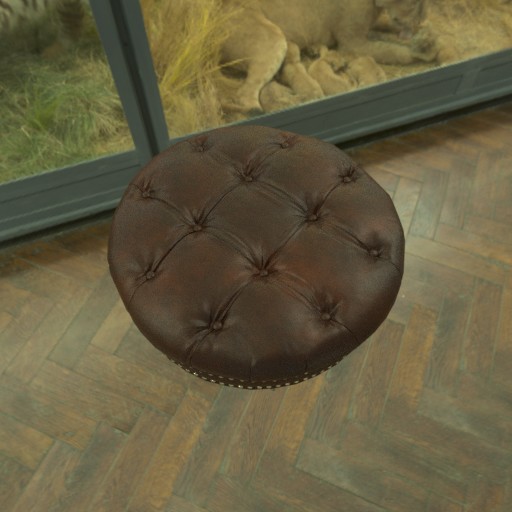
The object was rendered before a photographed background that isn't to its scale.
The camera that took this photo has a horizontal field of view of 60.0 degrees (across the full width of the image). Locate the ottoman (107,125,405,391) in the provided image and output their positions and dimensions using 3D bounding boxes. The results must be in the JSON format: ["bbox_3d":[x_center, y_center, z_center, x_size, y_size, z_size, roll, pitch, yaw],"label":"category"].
[{"bbox_3d":[0.000,0.000,1.462,0.901,0.455,0.901,0,58,0],"label":"ottoman"}]
